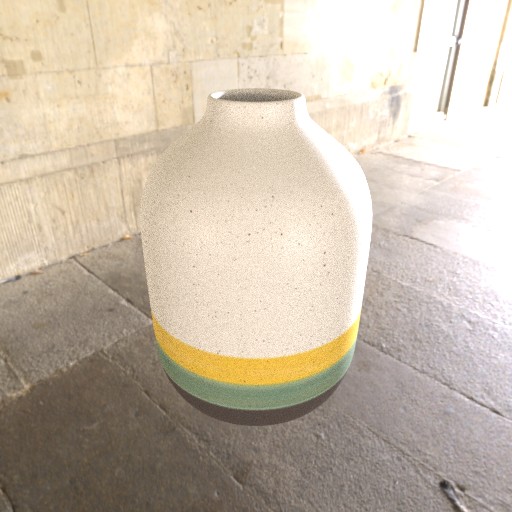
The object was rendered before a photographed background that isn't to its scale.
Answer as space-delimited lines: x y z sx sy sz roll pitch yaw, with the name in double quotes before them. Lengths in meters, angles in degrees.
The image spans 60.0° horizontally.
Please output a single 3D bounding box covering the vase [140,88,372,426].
"vase" 0.000 0.000 0.348 0.169 0.240 0.169 0 28 0
